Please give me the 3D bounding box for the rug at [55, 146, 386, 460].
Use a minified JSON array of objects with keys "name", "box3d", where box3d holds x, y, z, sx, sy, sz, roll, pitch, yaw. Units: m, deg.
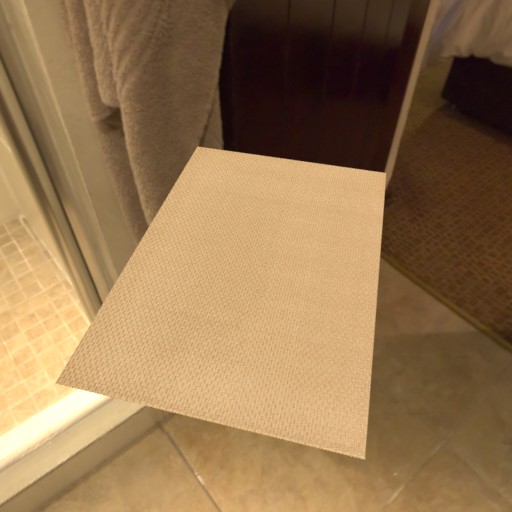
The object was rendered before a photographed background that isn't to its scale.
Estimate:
[{"name":"rug","box3d":[0.000,0.000,2.775,1.509,0.013,2.144,10,48,9]}]
